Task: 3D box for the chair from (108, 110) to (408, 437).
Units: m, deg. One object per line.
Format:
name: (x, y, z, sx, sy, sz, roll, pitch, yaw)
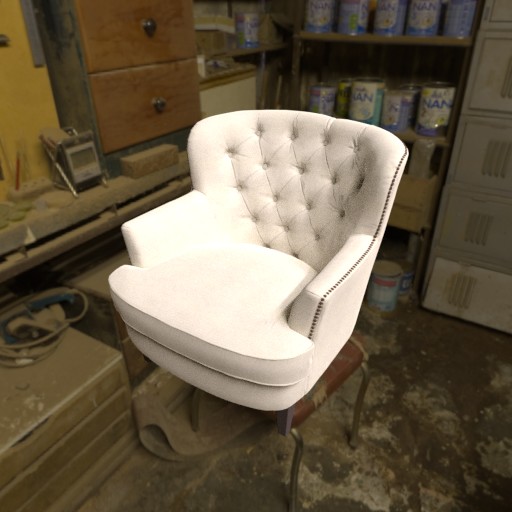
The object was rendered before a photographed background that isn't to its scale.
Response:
chair: (0.000, 0.000, 1.616, 0.848, 0.868, 0.906, 18, 34, 29)
